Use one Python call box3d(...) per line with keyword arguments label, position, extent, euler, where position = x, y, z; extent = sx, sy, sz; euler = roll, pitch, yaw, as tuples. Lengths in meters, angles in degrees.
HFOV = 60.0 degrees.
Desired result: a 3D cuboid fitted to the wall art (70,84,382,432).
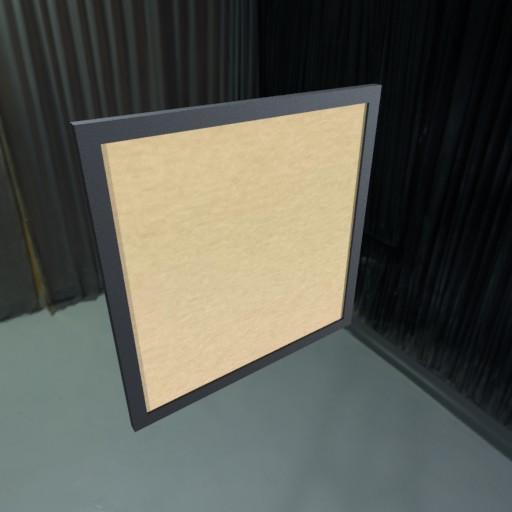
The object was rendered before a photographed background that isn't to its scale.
box3d(label="wall art", position=(0.000, 0.000, 0.529), extent=(0.358, 0.357, 0.012), euler=(-19, 34, -30))
